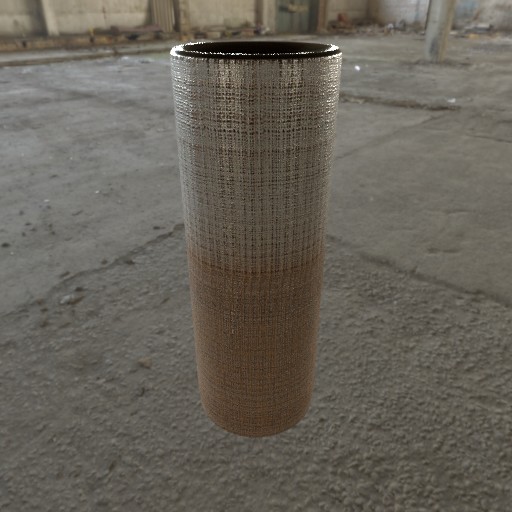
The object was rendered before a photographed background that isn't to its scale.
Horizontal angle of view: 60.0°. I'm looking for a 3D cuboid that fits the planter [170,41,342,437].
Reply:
[{"bbox_3d":[0.000,0.000,0.324,0.099,0.278,0.099,23,36,34],"label":"planter"}]
